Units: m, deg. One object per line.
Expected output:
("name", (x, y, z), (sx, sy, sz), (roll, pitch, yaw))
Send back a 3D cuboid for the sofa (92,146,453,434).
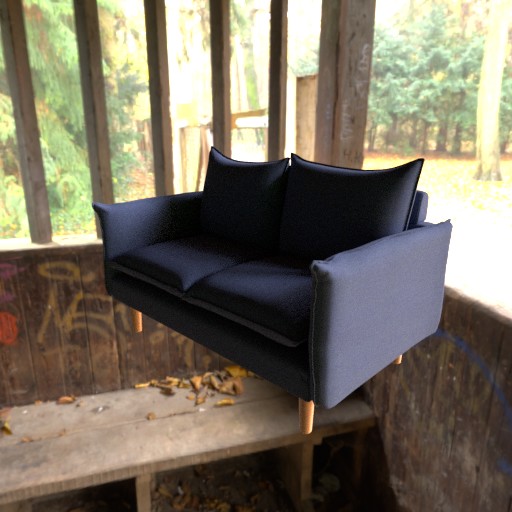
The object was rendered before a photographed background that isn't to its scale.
("sofa", (0.000, 0.000, 1.861), (1.300, 0.840, 0.820), (16, 23, 42))
